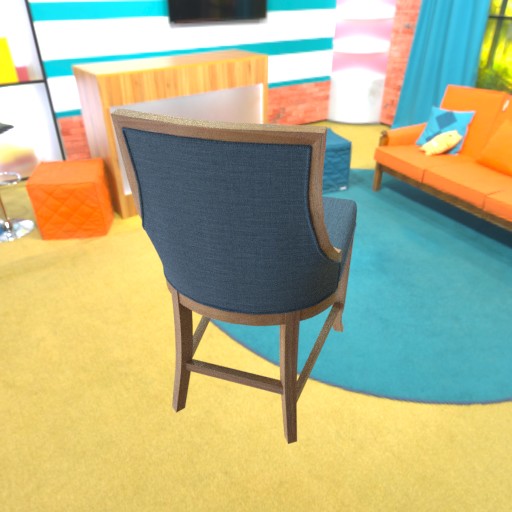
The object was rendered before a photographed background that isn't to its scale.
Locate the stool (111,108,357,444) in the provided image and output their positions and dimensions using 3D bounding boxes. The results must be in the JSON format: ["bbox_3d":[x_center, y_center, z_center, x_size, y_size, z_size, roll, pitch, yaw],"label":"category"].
[{"bbox_3d":[0.000,0.000,1.311,0.524,0.938,0.626,10,33,15],"label":"stool"}]
